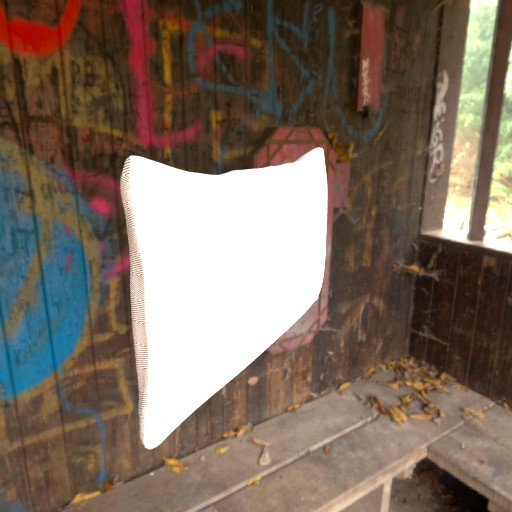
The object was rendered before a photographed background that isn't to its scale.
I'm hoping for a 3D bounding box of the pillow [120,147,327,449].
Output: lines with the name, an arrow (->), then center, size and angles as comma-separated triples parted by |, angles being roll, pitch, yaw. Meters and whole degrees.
pillow -> 0.000, 0.000, 0.643 | 0.139, 0.305, 0.506 | 8, 17, 26
